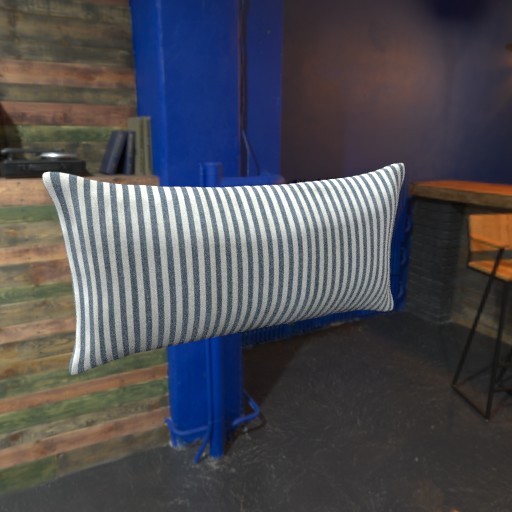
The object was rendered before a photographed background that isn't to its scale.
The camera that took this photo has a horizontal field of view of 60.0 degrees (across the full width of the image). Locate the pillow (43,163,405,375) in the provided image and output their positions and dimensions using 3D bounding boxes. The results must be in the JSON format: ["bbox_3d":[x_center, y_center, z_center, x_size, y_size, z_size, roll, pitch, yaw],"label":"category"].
[{"bbox_3d":[0.000,0.000,0.743,0.617,0.295,0.151,-7,16,-25],"label":"pillow"}]
